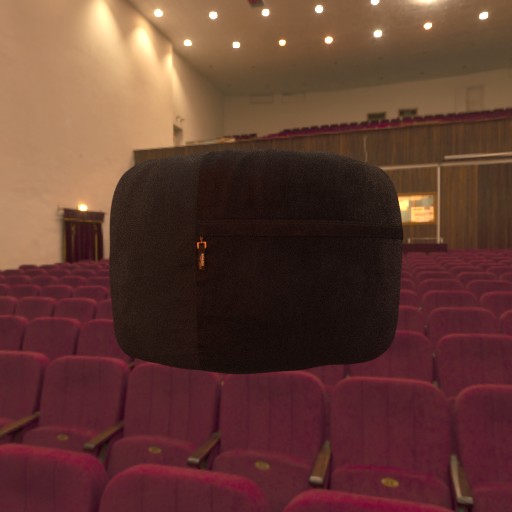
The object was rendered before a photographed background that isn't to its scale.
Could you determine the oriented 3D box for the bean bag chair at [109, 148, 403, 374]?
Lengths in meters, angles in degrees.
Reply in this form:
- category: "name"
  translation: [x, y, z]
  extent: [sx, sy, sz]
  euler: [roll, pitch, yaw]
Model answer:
- category: "bean bag chair"
  translation: [0.000, 0.000, 1.932]
  extent: [1.219, 0.762, 1.219]
  euler: [0, 0, 0]
